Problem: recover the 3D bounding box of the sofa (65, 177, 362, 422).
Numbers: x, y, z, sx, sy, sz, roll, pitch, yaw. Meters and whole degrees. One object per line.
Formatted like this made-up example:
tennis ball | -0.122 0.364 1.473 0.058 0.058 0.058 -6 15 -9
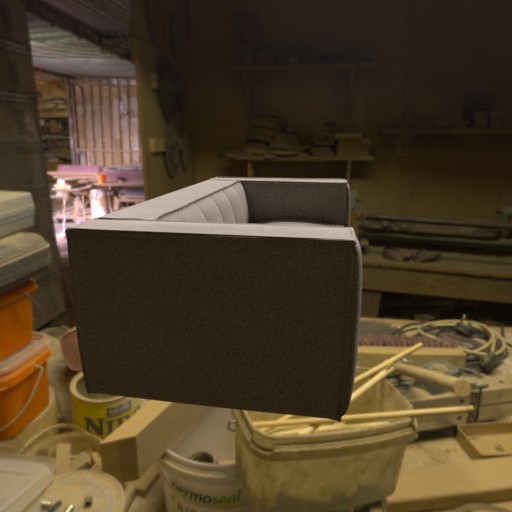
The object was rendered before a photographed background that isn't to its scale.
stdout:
sofa | 0.000 0.000 2.429 1.038 0.680 1.995 3 15 10
